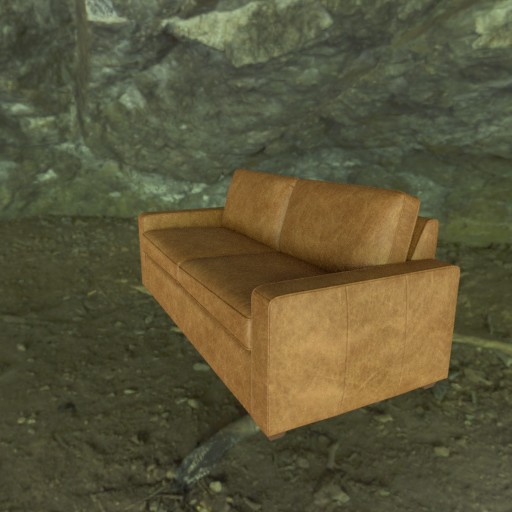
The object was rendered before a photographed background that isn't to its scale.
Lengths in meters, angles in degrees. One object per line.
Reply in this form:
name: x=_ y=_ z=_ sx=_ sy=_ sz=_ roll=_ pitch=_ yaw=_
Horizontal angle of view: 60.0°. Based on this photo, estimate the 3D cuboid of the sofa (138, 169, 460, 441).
sofa: x=0.000 y=0.000 z=2.687 sx=0.991 sy=0.928 sz=2.156 roll=-7 pitch=16 yaw=-26
